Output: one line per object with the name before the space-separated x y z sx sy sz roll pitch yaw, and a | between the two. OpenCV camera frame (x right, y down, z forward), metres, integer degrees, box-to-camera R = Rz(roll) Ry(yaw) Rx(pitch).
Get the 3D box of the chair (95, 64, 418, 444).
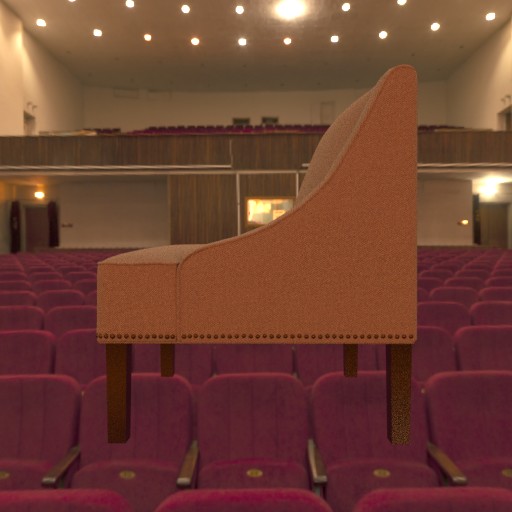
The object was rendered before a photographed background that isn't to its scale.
chair | 0.000 0.000 1.310 0.748 0.872 0.628 0 0 0
